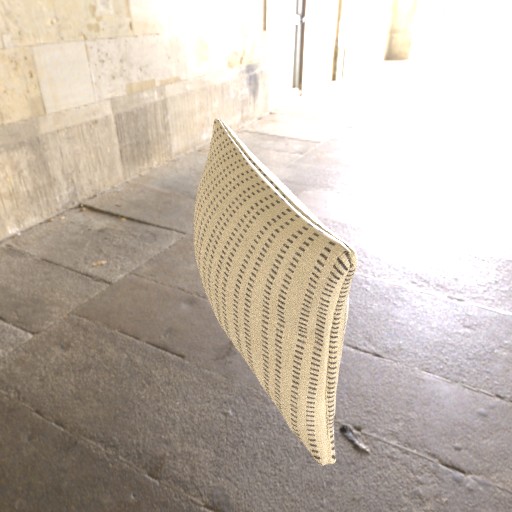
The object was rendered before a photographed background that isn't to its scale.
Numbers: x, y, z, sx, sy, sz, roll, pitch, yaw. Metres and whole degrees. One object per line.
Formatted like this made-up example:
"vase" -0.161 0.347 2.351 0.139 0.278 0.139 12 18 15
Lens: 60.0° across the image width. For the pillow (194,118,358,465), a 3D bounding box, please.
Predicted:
"pillow" 0.000 0.000 0.803 0.210 0.353 0.640 -9 31 -15
